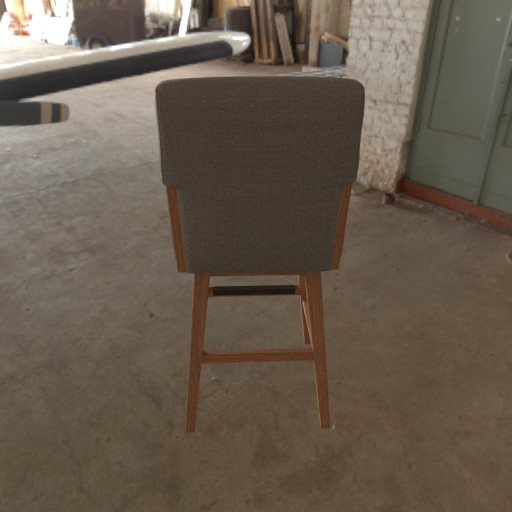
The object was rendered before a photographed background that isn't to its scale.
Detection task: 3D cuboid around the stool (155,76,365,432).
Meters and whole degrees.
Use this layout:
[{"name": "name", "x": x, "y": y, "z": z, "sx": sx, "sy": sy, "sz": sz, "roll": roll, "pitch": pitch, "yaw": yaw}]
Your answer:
[{"name": "stool", "x": 0.000, "y": 0.000, "z": 1.373, "sx": 0.483, "sy": 1.112, "sz": 0.570, "roll": -1, "pitch": 30, "yaw": -2}]
